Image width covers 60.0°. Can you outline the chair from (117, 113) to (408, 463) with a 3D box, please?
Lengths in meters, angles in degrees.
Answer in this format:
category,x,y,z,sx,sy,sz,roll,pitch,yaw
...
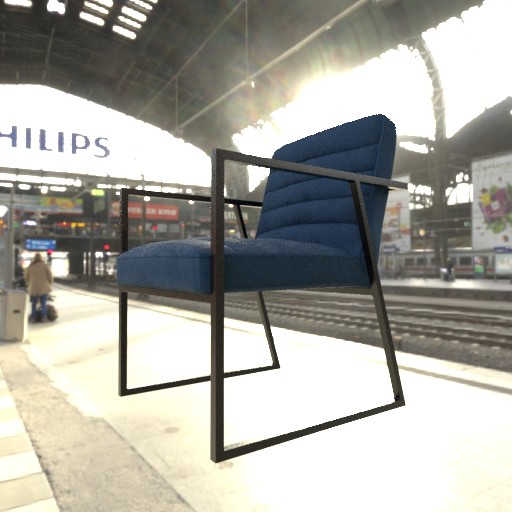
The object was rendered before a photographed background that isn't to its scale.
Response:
category,x,y,z,sx,sy,sz,roll,pitch,yaw
chair,0.000,0.000,1.287,0.677,0.833,0.571,1,-2,-36
